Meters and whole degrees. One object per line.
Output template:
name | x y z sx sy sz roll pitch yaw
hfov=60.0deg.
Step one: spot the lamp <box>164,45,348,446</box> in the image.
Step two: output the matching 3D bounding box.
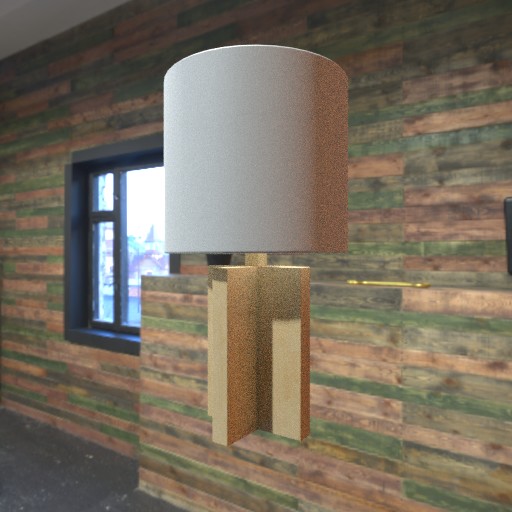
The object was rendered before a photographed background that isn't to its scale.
lamp | 0.000 0.000 0.562 0.229 0.428 0.229 0 0 35
